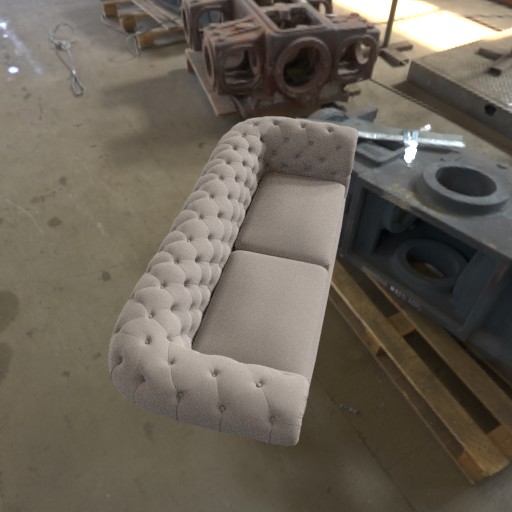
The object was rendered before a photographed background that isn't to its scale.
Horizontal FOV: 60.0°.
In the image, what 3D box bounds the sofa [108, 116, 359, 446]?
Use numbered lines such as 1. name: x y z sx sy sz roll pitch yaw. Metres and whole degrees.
1. sofa: 0.000 0.000 2.847 0.991 0.749 2.411 11 48 10
